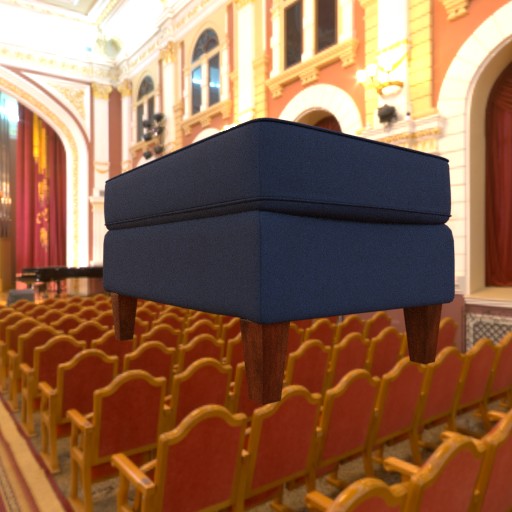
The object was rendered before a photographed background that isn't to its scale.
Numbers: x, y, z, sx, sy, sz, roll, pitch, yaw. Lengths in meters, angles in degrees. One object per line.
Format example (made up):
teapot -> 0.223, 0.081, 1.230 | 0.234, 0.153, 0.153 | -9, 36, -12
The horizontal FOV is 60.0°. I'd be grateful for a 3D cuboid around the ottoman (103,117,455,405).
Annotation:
ottoman -> 0.000, 0.000, 1.389 | 0.686, 0.584, 0.965 | 0, 0, -36
